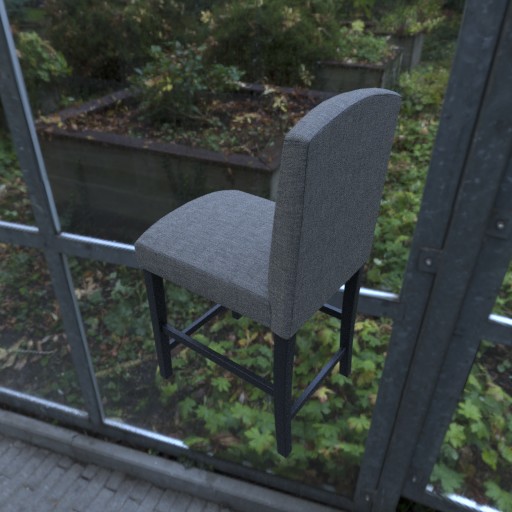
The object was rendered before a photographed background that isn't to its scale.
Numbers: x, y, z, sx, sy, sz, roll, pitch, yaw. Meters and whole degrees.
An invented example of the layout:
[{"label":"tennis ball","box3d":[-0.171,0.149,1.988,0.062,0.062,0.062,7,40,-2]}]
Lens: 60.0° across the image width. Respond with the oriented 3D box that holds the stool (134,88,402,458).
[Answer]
[{"label":"stool","box3d":[0.000,0.000,1.279,0.552,0.966,0.451,22,38,30]}]
